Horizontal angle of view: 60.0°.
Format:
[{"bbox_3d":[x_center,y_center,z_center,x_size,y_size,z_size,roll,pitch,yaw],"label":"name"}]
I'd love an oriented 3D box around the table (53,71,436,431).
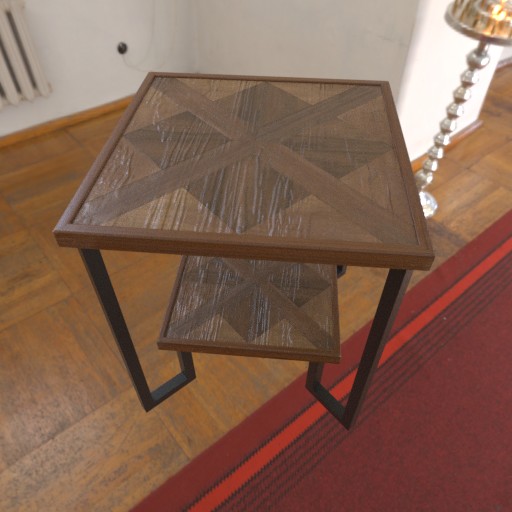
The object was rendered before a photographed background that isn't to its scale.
[{"bbox_3d":[0.000,0.000,0.951,0.503,0.563,0.503,4,46,4],"label":"table"}]
